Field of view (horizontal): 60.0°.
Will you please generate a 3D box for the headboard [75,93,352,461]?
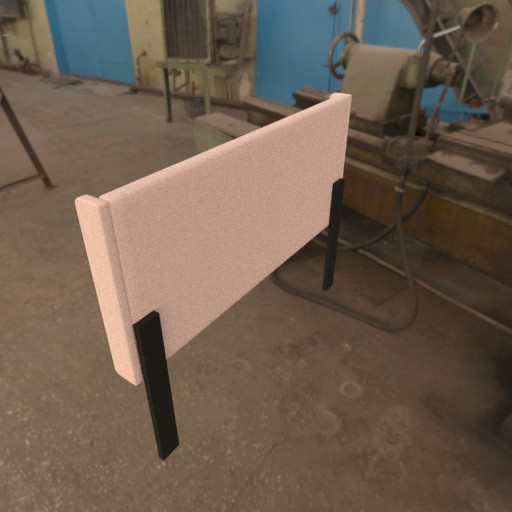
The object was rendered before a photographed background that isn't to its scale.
[{"bbox_3d":[0.000,0.000,2.684,0.184,1.524,2.051,21,38,29],"label":"headboard"}]
